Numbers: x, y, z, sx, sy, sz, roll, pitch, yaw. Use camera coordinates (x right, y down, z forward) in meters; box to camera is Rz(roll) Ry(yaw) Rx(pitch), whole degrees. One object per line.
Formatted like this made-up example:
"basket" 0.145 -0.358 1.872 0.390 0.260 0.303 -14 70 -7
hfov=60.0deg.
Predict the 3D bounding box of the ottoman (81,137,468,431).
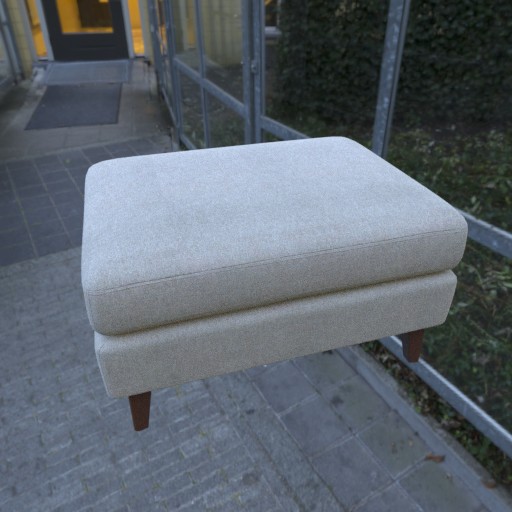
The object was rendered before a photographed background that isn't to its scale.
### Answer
"ottoman" 0.000 0.000 1.199 0.823 0.478 0.610 -9 34 -14
